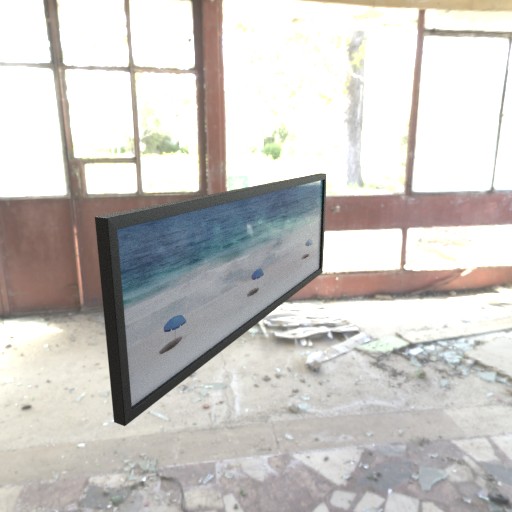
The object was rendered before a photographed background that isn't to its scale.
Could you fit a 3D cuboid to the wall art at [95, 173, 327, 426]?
[{"bbox_3d":[0.000,0.000,1.779,0.041,0.554,1.572,8,17,26],"label":"wall art"}]
